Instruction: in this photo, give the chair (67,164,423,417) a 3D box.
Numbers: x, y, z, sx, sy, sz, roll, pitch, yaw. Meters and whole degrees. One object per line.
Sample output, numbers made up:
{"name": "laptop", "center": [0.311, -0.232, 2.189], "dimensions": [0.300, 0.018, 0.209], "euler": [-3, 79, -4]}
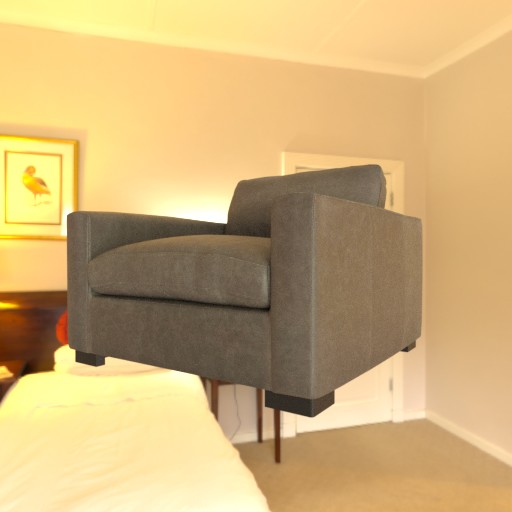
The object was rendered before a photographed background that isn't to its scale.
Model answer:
{"name": "chair", "center": [0.000, 0.000, 1.817], "dimensions": [1.106, 0.807, 1.080], "euler": [0, 1, 34]}
